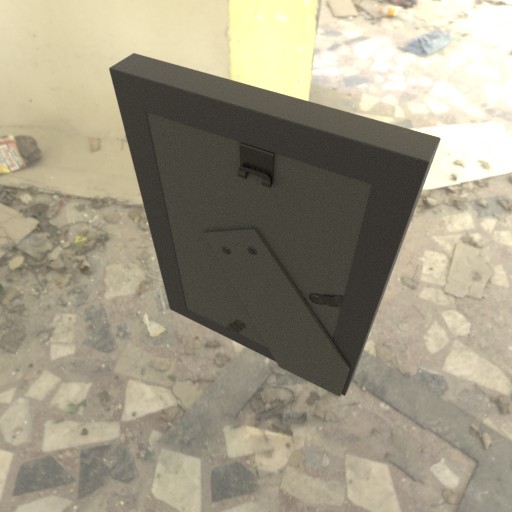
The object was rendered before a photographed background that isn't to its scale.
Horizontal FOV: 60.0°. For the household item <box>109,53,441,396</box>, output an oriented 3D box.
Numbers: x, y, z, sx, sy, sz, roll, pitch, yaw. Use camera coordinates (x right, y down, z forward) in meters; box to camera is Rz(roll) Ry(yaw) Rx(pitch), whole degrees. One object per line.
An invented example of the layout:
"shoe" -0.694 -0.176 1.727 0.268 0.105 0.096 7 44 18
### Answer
"household item" 0.000 0.000 0.233 0.133 0.178 0.022 23 53 19
